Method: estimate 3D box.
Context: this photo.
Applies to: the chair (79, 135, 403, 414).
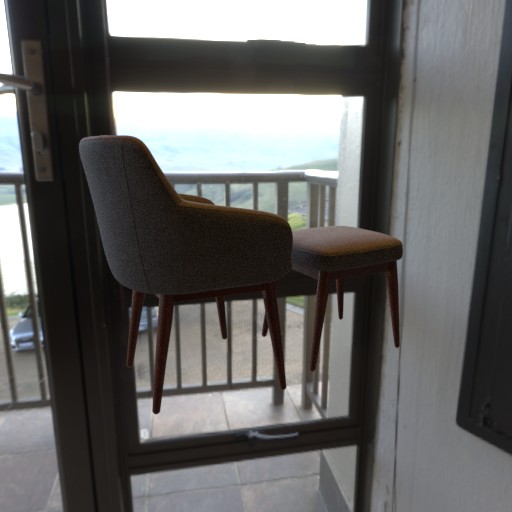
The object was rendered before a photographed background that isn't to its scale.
[{"bbox_3d":[0.000,0.000,1.569,1.107,0.799,0.584,-7,15,-28],"label":"chair"}]
